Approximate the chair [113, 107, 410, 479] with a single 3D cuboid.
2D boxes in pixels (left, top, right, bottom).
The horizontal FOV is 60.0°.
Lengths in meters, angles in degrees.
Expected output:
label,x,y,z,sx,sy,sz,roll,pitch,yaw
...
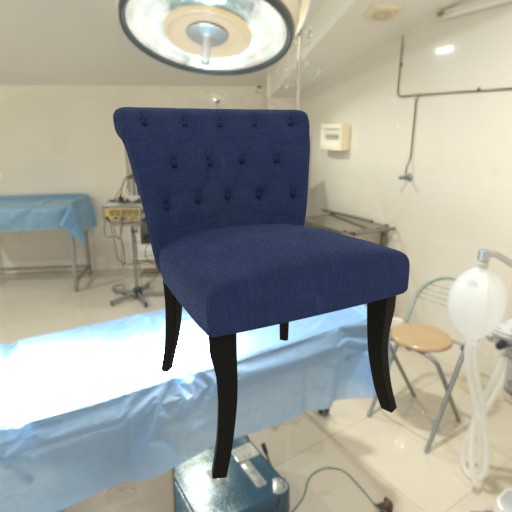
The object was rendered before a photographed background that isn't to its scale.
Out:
label,x,y,z,sx,sy,sz,roll,pitch,yaw
chair,0.000,0.000,1.171,0.585,0.753,0.606,-9,19,-27
